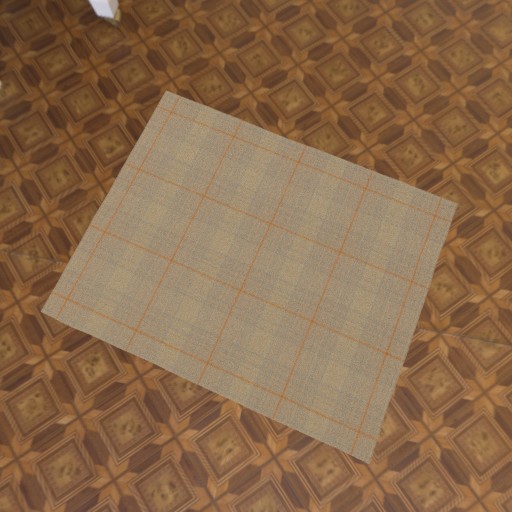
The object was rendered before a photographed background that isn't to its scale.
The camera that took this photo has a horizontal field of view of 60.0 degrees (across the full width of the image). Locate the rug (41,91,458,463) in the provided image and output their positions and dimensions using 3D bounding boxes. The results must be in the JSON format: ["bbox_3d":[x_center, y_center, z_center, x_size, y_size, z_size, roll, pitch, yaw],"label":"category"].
[{"bbox_3d":[0.000,0.000,4.007,3.051,0.021,2.448,23,76,6],"label":"rug"}]
